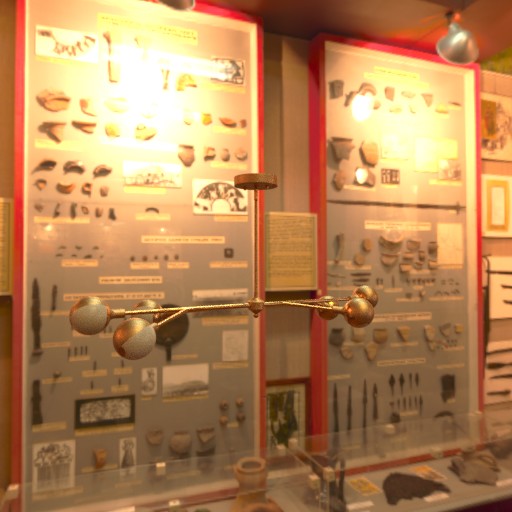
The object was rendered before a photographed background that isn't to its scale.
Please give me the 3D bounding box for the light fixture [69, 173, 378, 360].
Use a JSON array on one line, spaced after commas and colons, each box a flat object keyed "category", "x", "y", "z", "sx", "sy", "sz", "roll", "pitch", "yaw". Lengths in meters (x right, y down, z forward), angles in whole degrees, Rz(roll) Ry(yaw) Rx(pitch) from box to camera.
[{"category": "light fixture", "x": 0.000, "y": 0.000, "z": 1.020, "sx": 0.778, "sy": 0.362, "sz": 0.434, "roll": 0, "pitch": -1, "yaw": -19}]
